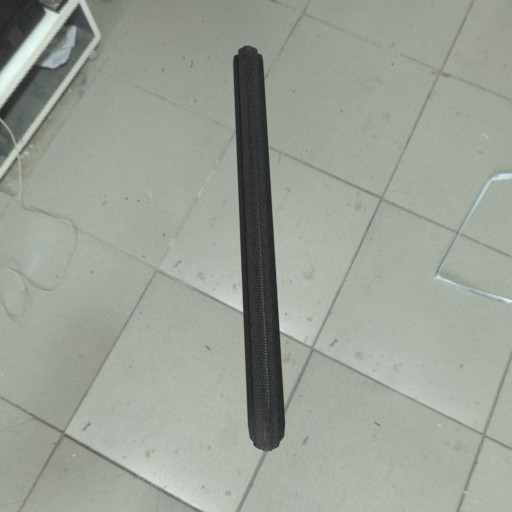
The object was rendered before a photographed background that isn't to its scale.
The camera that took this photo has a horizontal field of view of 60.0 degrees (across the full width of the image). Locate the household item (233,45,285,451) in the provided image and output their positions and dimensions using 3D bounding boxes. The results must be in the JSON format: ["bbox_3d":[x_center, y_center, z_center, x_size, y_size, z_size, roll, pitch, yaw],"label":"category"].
[{"bbox_3d":[0.000,0.000,0.522,0.030,0.305,0.396,-3,76,-1],"label":"household item"}]
